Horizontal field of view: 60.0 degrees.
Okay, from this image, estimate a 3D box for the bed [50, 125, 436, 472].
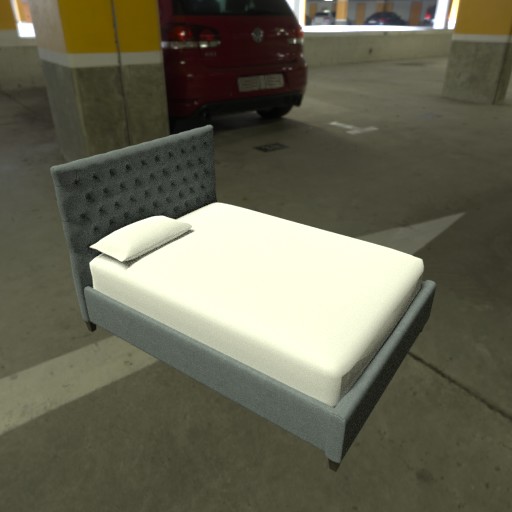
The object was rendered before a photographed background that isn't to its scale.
[{"bbox_3d":[0.000,0.000,3.384,2.335,1.411,1.698,19,33,31],"label":"bed"}]
